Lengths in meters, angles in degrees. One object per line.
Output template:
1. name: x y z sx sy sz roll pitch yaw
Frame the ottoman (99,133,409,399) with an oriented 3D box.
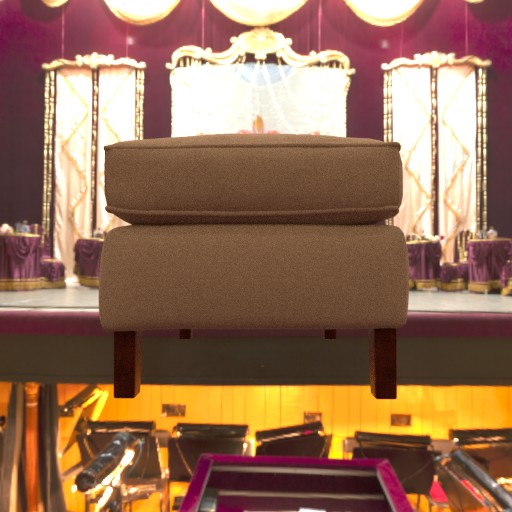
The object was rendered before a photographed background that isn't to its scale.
1. ottoman: 0.000 0.000 0.979 0.501 0.456 0.665 0 -1 1
